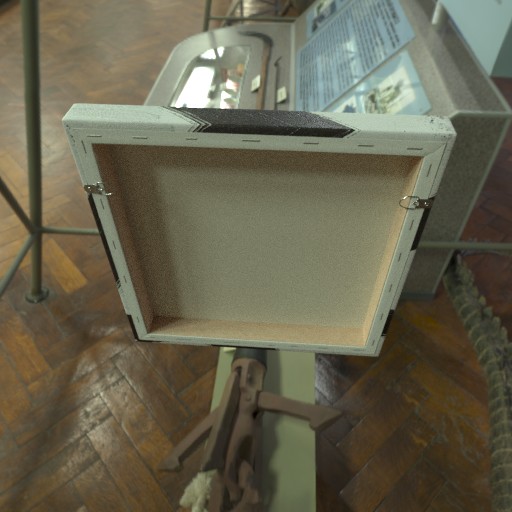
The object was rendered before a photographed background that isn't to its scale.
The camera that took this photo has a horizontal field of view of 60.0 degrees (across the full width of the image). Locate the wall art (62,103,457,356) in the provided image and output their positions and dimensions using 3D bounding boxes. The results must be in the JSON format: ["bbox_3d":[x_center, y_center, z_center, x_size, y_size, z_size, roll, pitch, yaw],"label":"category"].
[{"bbox_3d":[0.000,0.000,0.757,0.507,0.508,0.050,3,45,3],"label":"wall art"}]
